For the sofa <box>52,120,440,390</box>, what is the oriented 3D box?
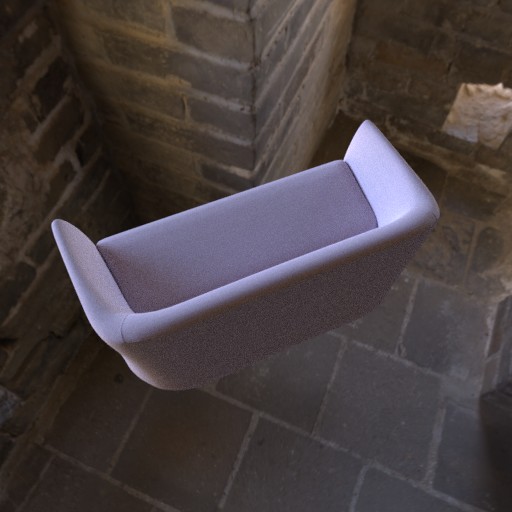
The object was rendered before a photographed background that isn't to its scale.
[{"bbox_3d":[0.000,0.000,1.899,1.452,0.721,0.705,-20,60,-12],"label":"sofa"}]
